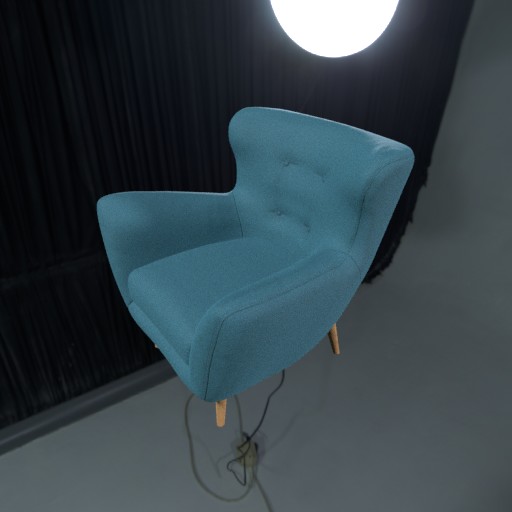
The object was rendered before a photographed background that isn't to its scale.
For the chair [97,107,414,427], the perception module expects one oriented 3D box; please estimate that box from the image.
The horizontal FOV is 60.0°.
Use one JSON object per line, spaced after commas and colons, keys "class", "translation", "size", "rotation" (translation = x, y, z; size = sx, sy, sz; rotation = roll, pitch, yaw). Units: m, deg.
{"class": "chair", "translation": [0.000, 0.000, 1.651], "size": [0.889, 0.889, 0.890], "rotation": [-21, 37, -31]}
